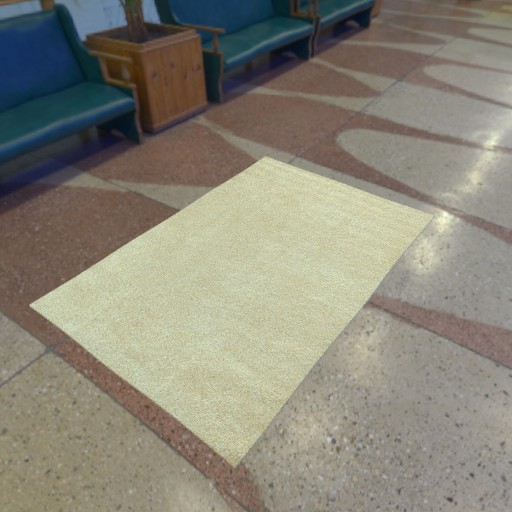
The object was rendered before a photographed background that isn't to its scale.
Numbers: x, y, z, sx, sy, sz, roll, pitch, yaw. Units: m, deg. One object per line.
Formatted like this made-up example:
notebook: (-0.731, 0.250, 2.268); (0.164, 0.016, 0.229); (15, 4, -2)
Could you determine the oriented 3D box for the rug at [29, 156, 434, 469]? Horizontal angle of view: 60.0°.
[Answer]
rug: (0.000, 0.000, 3.405); (1.800, 0.025, 2.699); (26, 46, 28)
